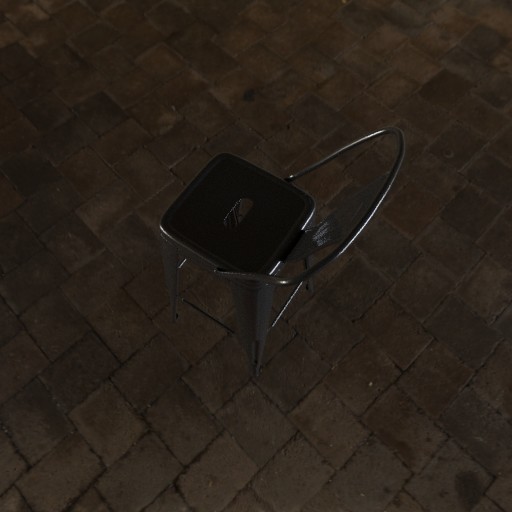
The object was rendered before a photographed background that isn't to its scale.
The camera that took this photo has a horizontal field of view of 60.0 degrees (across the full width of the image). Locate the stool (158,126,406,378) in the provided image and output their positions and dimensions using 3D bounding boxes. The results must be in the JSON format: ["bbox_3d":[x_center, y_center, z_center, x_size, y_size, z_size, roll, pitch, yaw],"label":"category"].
[{"bbox_3d":[0.000,0.000,1.297,0.528,1.022,0.432,31,68,14],"label":"stool"}]
